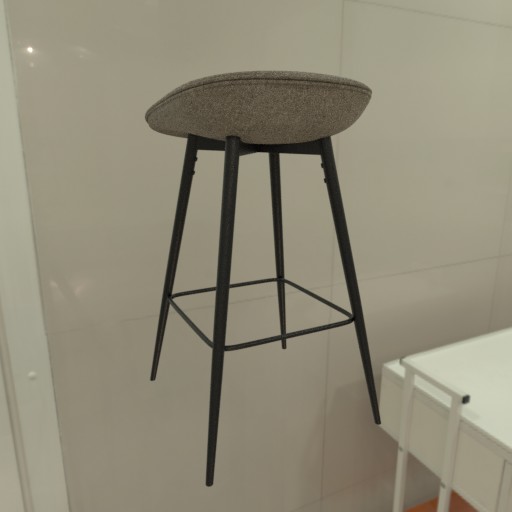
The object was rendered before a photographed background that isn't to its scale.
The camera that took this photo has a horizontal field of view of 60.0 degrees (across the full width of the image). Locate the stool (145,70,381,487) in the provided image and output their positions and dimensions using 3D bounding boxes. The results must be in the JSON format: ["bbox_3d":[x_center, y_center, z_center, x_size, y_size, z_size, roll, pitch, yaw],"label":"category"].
[{"bbox_3d":[0.000,0.000,1.115,0.469,0.814,0.480,-7,16,-26],"label":"stool"}]
